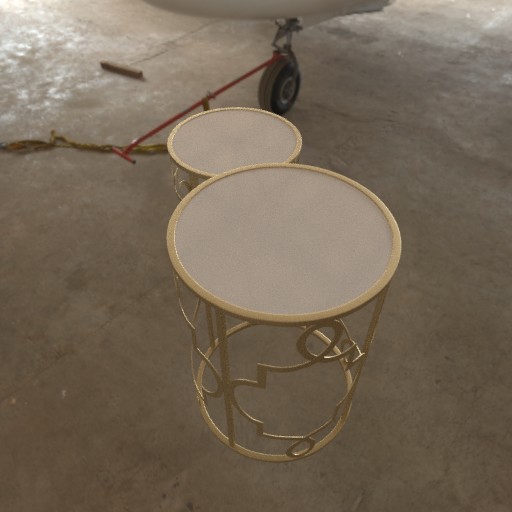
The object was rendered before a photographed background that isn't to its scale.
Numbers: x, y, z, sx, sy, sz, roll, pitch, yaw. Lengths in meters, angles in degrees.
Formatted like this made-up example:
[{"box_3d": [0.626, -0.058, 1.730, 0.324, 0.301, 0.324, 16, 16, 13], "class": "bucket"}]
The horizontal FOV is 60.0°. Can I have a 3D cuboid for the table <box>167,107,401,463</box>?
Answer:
[{"box_3d": [0.000, 0.000, 1.153, 0.420, 0.564, 0.846, -10, 46, -9], "class": "table"}]
